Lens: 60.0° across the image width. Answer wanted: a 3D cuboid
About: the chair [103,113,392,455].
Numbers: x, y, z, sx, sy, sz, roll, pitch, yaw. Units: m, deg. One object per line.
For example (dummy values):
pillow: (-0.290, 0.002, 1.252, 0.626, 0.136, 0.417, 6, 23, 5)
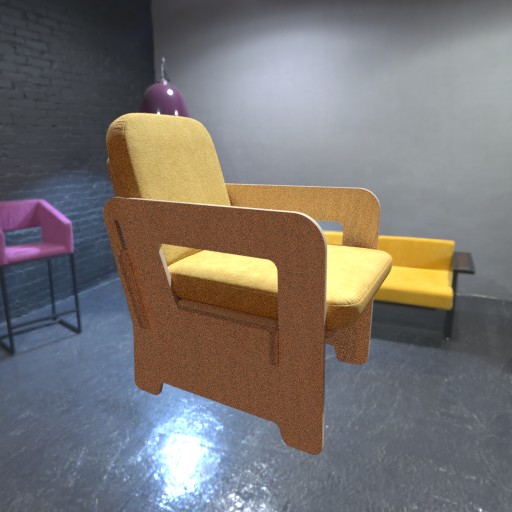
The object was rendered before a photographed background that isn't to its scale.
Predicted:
chair: (0.000, 0.000, 1.289, 0.710, 0.800, 0.590, 7, 16, 25)
